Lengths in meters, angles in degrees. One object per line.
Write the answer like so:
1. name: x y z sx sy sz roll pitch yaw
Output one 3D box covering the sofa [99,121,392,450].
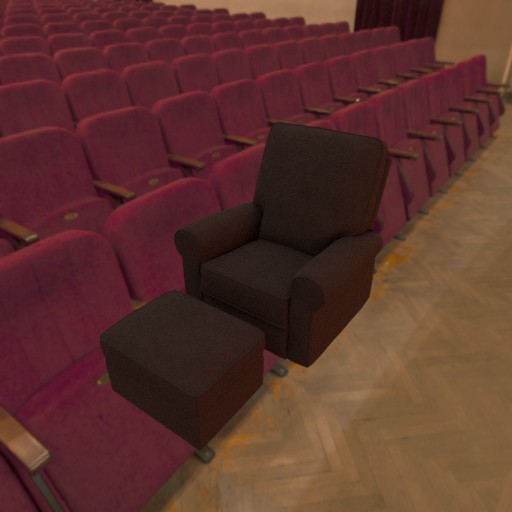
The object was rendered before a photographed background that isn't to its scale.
1. sofa: 0.000 0.000 2.114 0.880 0.959 1.478 20 36 30
